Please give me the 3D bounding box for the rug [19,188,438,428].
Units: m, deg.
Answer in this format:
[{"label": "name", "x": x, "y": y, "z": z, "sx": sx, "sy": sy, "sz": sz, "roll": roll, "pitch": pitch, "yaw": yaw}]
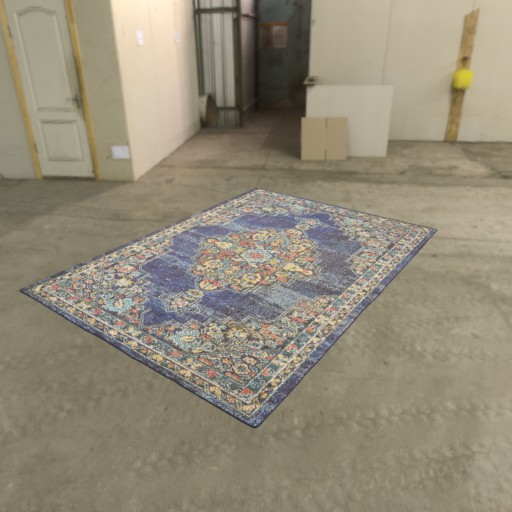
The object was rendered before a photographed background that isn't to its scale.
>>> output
[{"label": "rug", "x": 0.000, "y": 0.000, "z": 2.816, "sx": 1.630, "sy": 0.009, "sz": 2.232, "roll": 18, "pitch": 32, "yaw": 32}]
